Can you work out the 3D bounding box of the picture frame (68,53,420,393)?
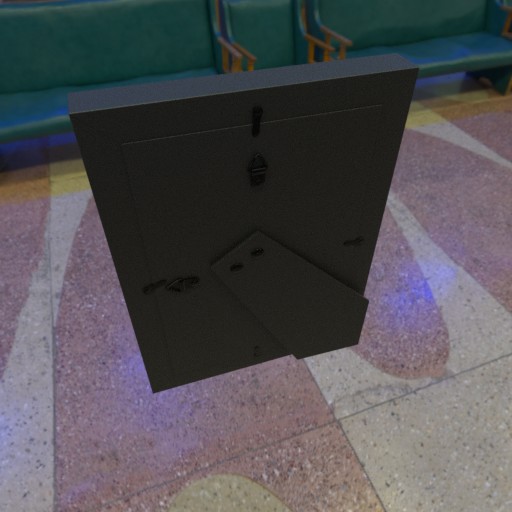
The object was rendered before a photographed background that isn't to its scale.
[{"bbox_3d":[0.000,0.000,0.265,0.157,0.208,0.028,-13,44,-13],"label":"picture frame"}]
